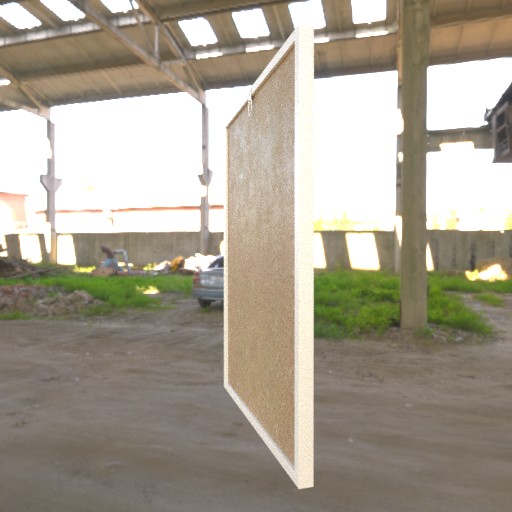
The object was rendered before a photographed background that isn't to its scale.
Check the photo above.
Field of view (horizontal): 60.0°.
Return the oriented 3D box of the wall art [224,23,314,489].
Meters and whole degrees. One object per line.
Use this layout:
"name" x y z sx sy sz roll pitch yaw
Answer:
"wall art" 0.000 0.000 1.395 0.042 1.056 0.805 0 0 -16
